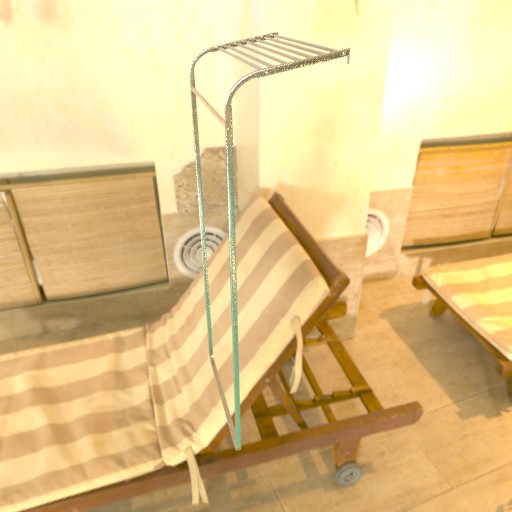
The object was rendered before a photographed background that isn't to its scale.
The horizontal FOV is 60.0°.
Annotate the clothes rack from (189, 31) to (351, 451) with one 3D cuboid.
[{"bbox_3d":[0.000,0.000,1.788,0.349,1.574,0.609,-8,32,-14],"label":"clothes rack"}]
